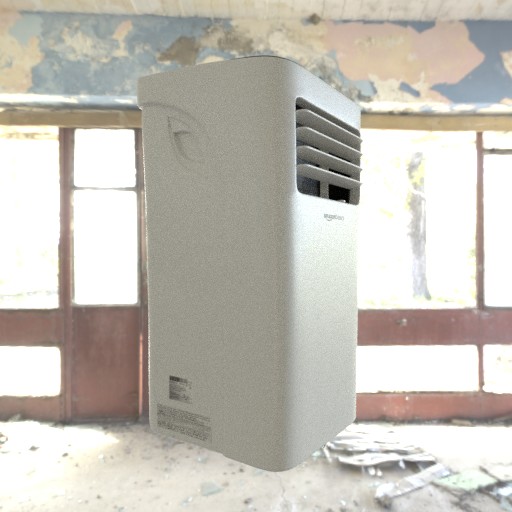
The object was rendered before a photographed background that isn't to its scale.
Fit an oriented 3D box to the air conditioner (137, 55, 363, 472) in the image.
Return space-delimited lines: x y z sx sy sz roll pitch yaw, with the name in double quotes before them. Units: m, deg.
"air conditioner" 0.000 0.000 0.912 0.369 0.716 0.352 0 1 35
